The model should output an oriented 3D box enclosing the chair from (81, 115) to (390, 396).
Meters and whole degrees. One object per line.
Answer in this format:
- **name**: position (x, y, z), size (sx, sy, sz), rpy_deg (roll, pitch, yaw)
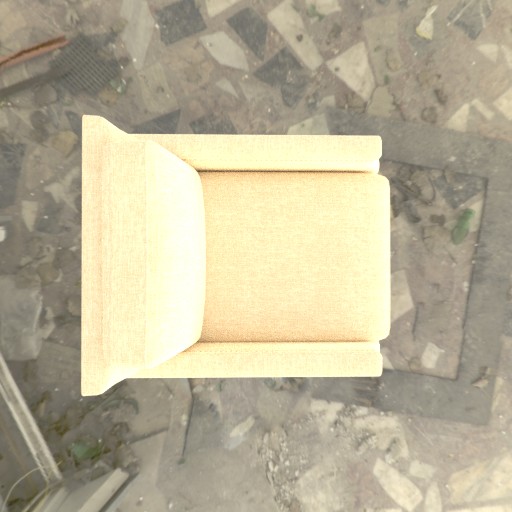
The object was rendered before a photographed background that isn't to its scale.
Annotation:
- **chair**: position (0.000, 0.000, 1.714), size (1.041, 0.940, 0.838), rpy_deg (0, 90, -1)
